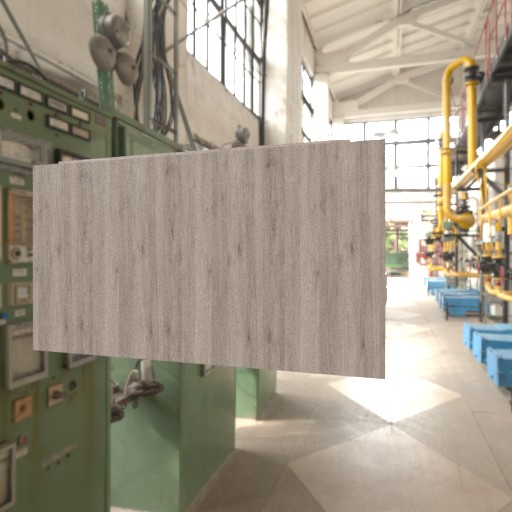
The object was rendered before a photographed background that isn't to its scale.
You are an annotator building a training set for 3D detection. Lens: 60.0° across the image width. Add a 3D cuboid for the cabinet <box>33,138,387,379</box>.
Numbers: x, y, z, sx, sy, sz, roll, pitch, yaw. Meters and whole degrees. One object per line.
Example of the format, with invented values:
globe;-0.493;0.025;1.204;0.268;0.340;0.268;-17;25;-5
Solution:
cabinet;0.000;0.000;3.012;1.750;0.970;2.080;0;0;18
